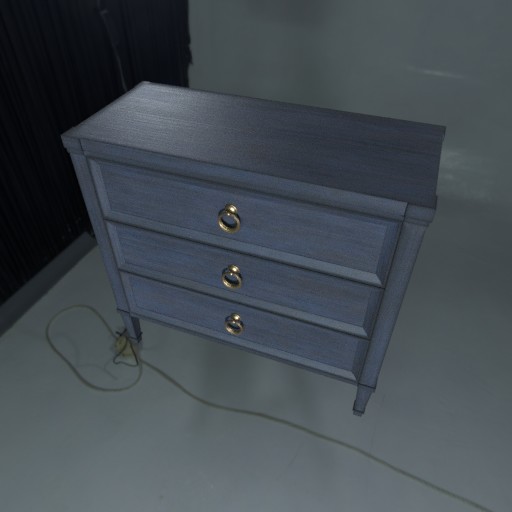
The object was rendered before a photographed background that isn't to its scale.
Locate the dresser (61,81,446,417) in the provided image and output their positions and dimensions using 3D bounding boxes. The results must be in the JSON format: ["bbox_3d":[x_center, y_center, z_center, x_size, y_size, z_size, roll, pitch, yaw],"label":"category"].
[{"bbox_3d":[0.000,0.000,1.636,1.049,0.986,0.463,14,44,15],"label":"dresser"}]
